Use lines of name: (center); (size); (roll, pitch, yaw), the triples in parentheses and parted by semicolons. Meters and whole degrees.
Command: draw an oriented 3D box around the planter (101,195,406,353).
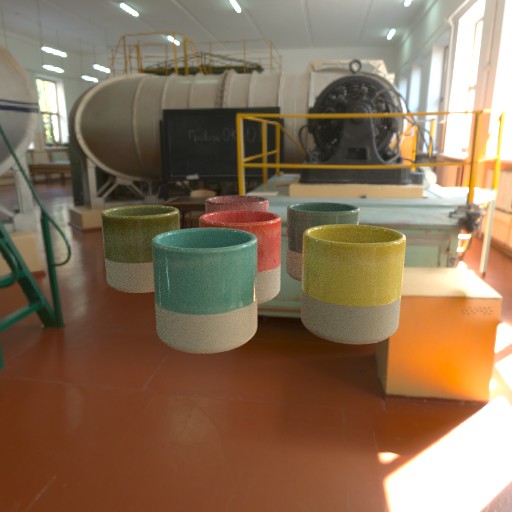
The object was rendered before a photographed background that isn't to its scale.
planter: (0.000, 0.000, 0.415); (0.286, 0.075, 0.257); (14, 20, 42)
